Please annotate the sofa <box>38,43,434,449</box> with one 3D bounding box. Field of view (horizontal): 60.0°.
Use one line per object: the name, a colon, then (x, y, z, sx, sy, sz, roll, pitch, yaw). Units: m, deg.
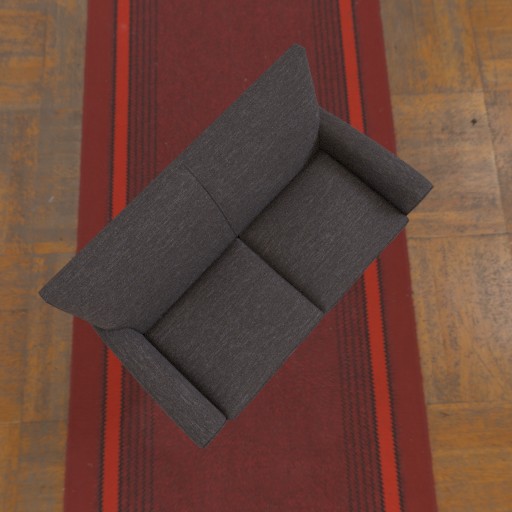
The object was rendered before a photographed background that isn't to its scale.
sofa: (0.000, 0.000, 2.095, 0.867, 0.905, 1.509, 42, 80, 9)
